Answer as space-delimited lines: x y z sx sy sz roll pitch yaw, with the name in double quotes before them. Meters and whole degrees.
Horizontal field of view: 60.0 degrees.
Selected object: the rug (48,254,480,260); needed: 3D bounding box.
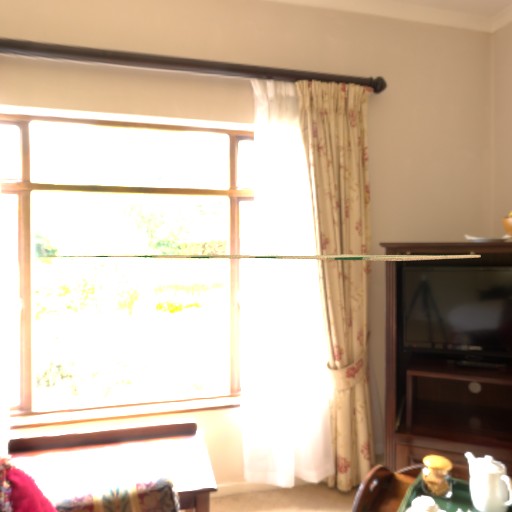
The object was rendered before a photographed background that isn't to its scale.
"rug" 0.000 0.000 2.932 2.436 0.015 1.521 0 1 36
